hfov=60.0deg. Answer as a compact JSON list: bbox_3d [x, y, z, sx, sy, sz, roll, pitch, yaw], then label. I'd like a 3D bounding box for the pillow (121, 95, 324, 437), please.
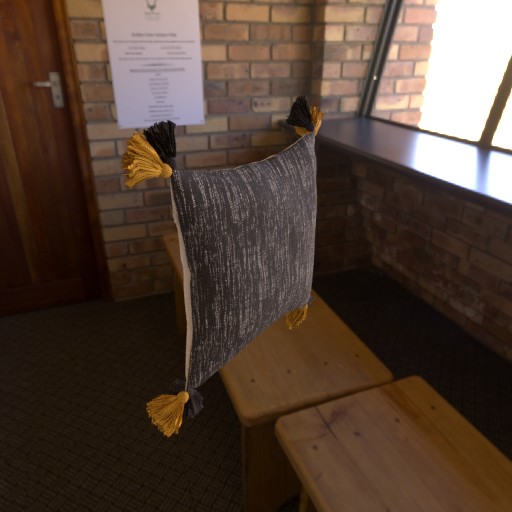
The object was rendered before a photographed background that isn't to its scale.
[{"bbox_3d":[0.000,0.000,1.007,0.139,0.659,0.654,18,31,33],"label":"pillow"}]
